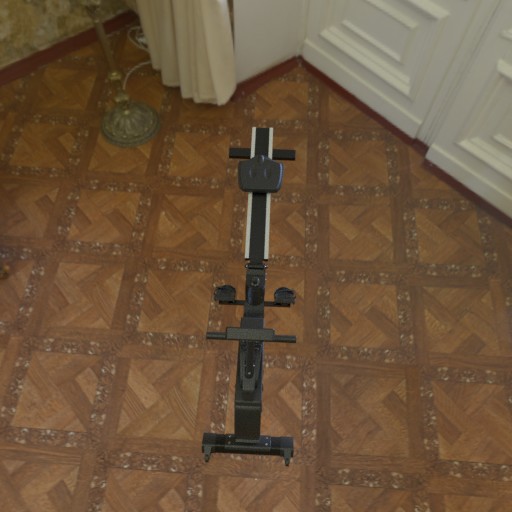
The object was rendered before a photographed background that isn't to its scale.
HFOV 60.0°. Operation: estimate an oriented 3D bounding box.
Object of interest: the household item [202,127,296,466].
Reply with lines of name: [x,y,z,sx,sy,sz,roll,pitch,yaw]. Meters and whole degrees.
household item: [0.000,0.000,2.664,0.521,0.810,2.251,2,63,1]
